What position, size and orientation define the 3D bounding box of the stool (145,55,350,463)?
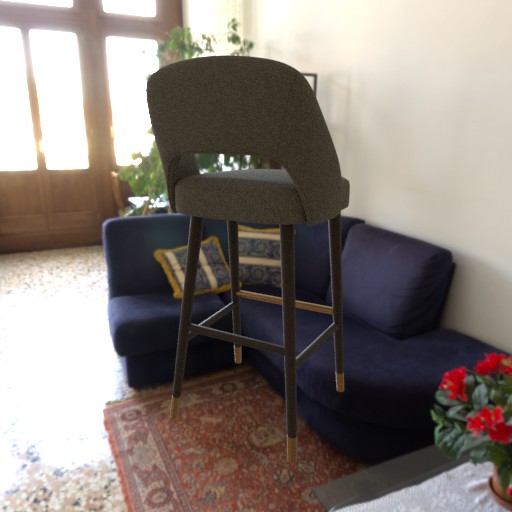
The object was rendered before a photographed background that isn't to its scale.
[{"bbox_3d":[0.000,0.000,1.389,0.536,1.089,0.524,8,17,28],"label":"stool"}]
